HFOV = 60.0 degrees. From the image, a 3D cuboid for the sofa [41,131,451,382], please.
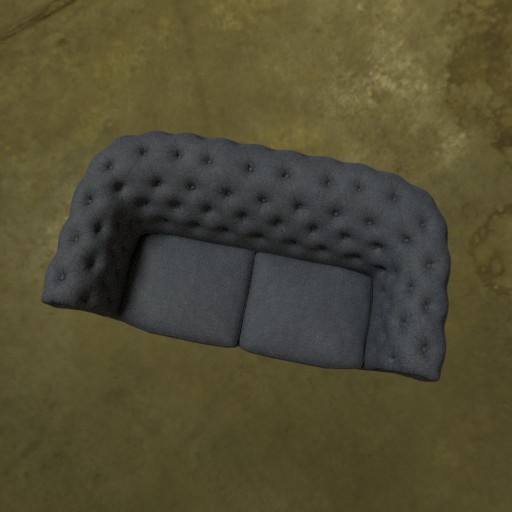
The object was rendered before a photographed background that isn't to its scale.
[{"bbox_3d":[0.000,0.000,2.532,1.988,0.833,1.082,11,77,3],"label":"sofa"}]
